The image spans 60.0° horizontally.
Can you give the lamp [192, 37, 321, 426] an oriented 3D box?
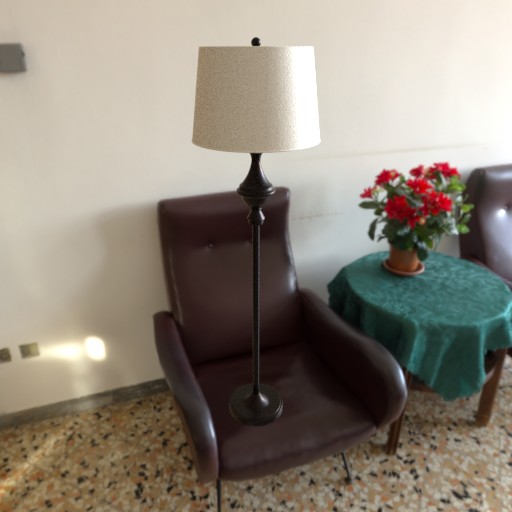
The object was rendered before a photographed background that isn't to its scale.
[{"bbox_3d":[0.000,0.000,1.676,0.431,1.484,0.431,0,25,0],"label":"lamp"}]
